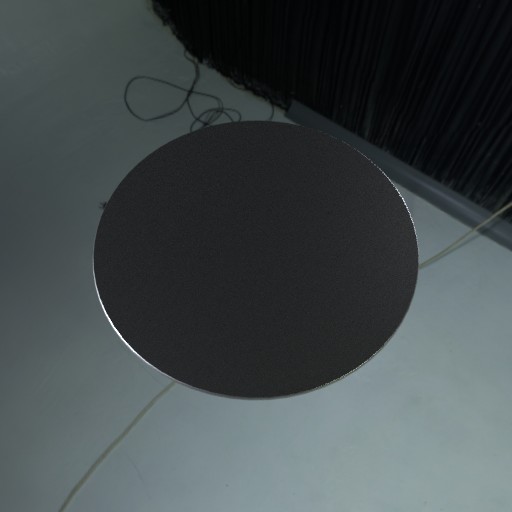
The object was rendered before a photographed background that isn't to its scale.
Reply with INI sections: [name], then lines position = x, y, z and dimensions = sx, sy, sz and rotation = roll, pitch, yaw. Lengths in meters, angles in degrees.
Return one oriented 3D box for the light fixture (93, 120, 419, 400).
[light fixture]
position = 0.000, 0.000, 0.548
dimensions = 0.368, 0.100, 0.368
rotation = 0, 60, 0
